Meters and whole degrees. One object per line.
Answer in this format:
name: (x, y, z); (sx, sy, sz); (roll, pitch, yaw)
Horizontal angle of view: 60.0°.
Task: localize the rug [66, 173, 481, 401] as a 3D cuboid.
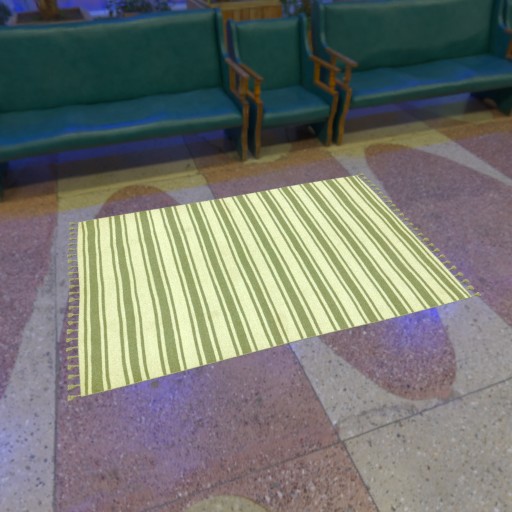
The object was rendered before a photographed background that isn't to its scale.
rug: (0.000, 0.000, 2.993); (2.435, 0.018, 1.540); (-11, 42, -13)
